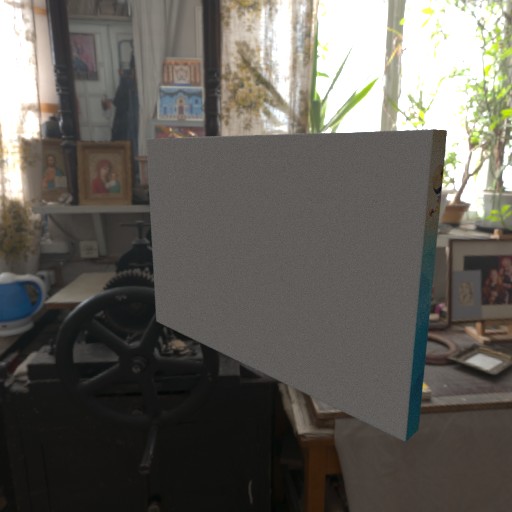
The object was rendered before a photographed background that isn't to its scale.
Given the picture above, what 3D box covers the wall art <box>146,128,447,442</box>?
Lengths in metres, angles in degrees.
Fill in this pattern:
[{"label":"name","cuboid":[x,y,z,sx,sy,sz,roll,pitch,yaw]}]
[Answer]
[{"label":"wall art","cuboid":[0.000,0.000,0.771,0.039,0.406,0.609,-13,19,-43]}]
